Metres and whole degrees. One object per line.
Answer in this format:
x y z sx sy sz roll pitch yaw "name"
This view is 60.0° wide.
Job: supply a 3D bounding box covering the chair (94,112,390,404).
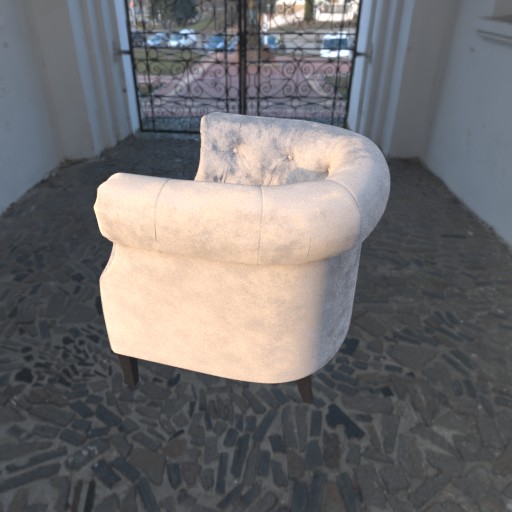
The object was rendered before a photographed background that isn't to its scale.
0.000 0.000 1.618 0.851 0.826 0.904 9 33 14 "chair"
